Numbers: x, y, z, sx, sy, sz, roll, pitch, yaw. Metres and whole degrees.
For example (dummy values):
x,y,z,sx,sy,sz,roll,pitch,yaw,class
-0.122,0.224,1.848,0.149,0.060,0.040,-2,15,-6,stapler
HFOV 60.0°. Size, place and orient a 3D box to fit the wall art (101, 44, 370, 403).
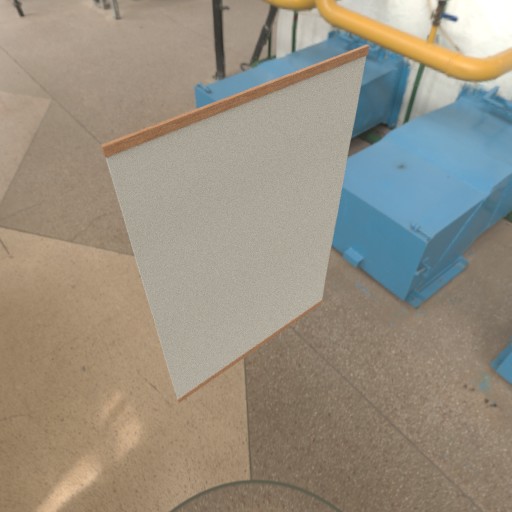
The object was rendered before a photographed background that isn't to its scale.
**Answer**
x,y,z,sx,sy,sz,roll,pitch,yaw,class
0.000,0.000,1.919,1.019,1.527,0.019,-30,54,-25,wall art
